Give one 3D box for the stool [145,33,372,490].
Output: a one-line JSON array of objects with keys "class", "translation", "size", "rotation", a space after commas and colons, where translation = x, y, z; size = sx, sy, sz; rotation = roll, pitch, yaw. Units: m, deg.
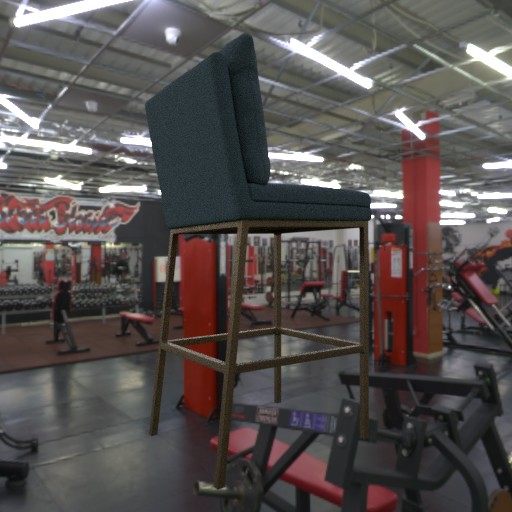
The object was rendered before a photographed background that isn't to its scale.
[{"class": "stool", "translation": [0.000, 0.000, 1.391], "size": [0.568, 1.124, 0.463], "rotation": [0, -1, -36]}]
